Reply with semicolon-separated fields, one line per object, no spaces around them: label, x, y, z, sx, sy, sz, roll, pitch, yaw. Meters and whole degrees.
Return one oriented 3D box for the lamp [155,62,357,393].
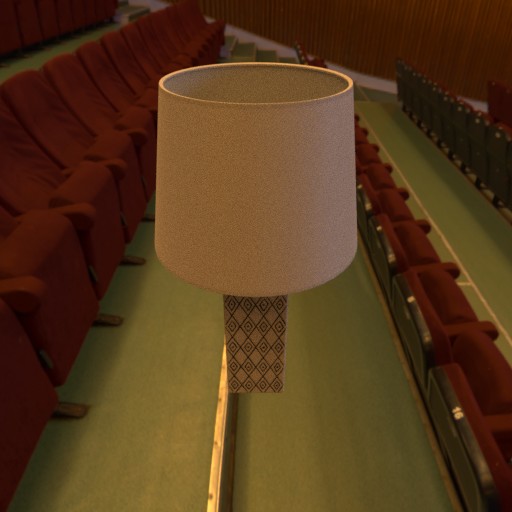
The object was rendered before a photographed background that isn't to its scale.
lamp;0.000;0.000;0.577;0.251;0.435;0.251;0;33;0
